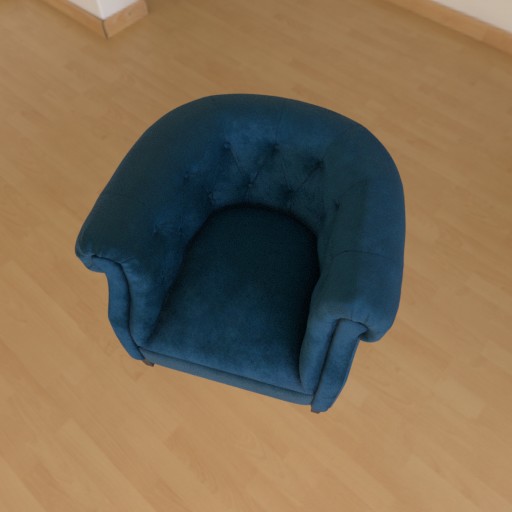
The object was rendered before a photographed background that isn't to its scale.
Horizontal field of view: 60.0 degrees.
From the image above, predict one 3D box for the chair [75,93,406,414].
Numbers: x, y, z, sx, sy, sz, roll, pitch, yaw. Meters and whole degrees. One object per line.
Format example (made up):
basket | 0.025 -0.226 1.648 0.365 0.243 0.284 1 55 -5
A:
chair | 0.000 0.000 1.609 0.904 0.826 0.851 13 60 8
